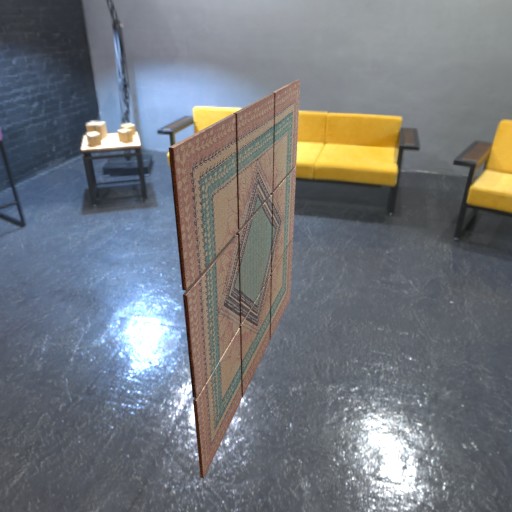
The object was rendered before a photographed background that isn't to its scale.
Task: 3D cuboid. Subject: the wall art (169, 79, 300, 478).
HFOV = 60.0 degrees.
[{"bbox_3d":[0.000,0.000,1.822,0.013,1.213,1.215,9,30,16],"label":"wall art"}]
